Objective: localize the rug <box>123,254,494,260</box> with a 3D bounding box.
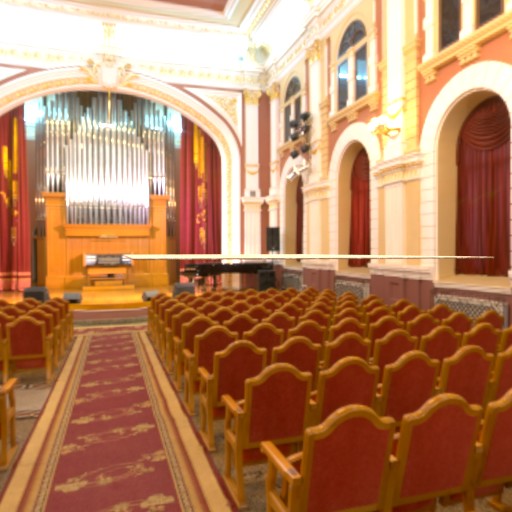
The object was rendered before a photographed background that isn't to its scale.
[{"bbox_3d":[0.000,0.000,4.315,2.438,0.010,3.353,0,1,-18],"label":"rug"}]
